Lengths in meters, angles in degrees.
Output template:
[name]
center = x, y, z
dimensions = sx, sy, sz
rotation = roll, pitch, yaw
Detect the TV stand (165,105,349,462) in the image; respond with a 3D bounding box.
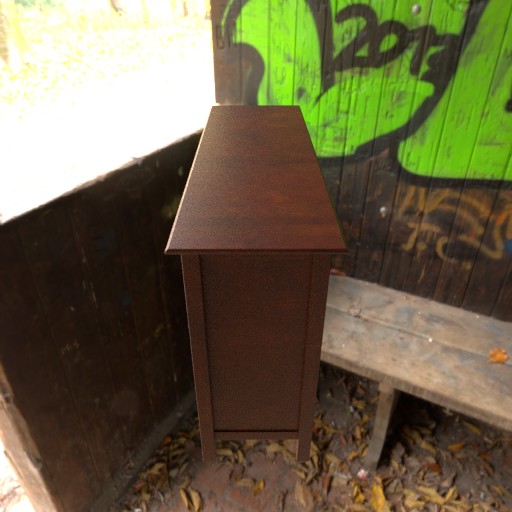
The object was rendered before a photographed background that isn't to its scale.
[TV stand]
center = 0.000, 0.000, 1.888
dimensions = 0.445, 0.915, 1.372
rotation = 0, 33, 0
